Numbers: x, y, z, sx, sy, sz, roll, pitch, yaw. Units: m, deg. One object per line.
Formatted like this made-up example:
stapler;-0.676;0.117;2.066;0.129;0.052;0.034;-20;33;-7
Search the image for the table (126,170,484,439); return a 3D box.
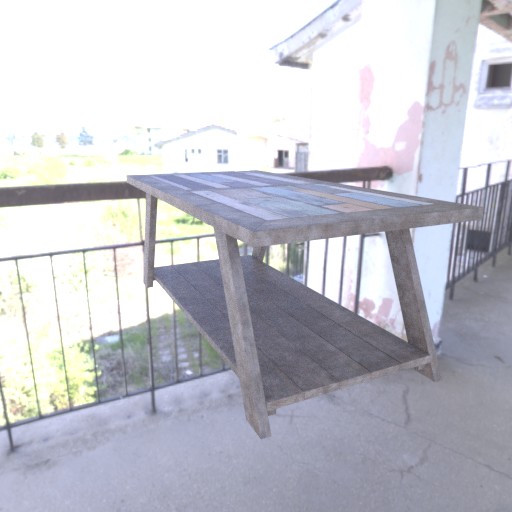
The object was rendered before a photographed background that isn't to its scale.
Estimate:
table;0.000;0.000;1.514;0.610;0.470;1.219;-7;17;-25
